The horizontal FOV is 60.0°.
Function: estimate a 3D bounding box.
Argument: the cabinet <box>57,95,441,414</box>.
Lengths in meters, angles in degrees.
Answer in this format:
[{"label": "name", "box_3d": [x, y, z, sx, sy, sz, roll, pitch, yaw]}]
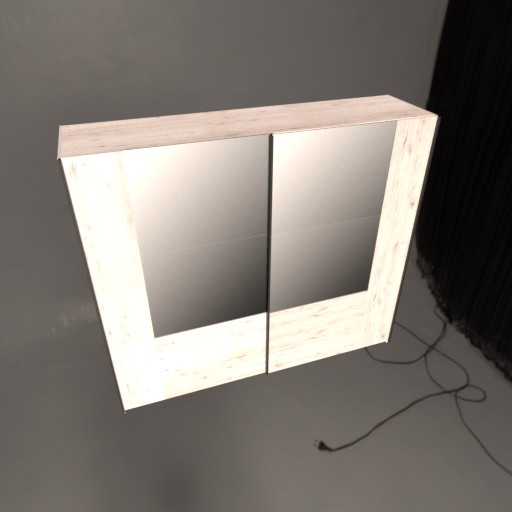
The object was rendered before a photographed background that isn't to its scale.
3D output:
[{"label": "cabinet", "box_3d": [0.000, 0.000, 3.591, 2.500, 2.180, 0.660, -11, 35, -16]}]
